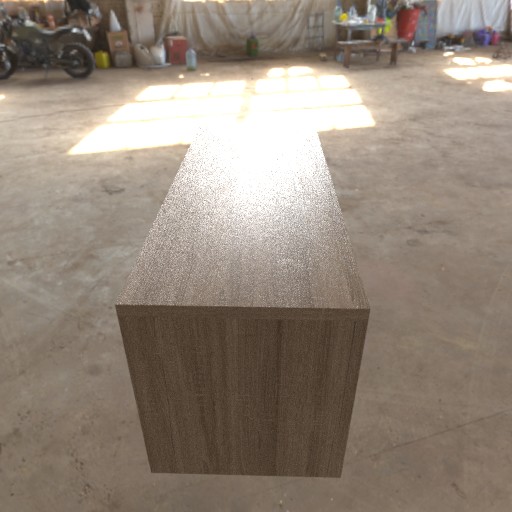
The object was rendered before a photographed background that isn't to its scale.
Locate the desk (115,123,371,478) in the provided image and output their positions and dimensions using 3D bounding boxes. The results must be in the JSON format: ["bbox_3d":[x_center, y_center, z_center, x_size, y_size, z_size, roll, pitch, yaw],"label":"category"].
[{"bbox_3d":[0.000,0.000,2.069,0.690,0.760,1.700,1,32,1],"label":"desk"}]
